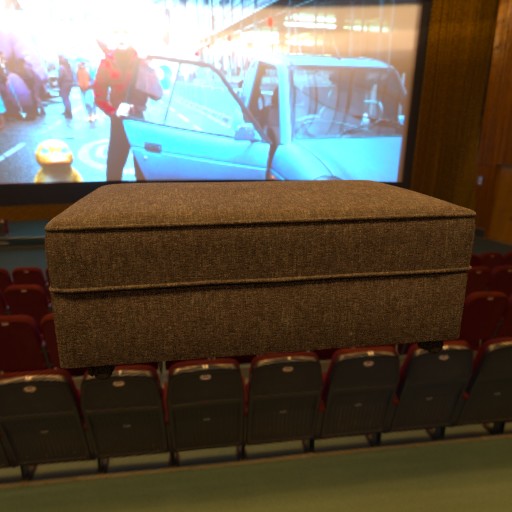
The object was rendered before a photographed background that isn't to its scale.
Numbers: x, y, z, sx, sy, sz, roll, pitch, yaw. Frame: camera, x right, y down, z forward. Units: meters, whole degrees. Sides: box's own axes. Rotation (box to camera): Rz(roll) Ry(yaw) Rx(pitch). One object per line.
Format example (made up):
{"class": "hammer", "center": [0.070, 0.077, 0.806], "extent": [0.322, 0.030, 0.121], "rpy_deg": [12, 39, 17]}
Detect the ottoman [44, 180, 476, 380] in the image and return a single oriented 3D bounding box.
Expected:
{"class": "ottoman", "center": [0.000, 0.000, 1.535], "extent": [1.184, 0.487, 0.717], "rpy_deg": [-2, 16, -8]}
